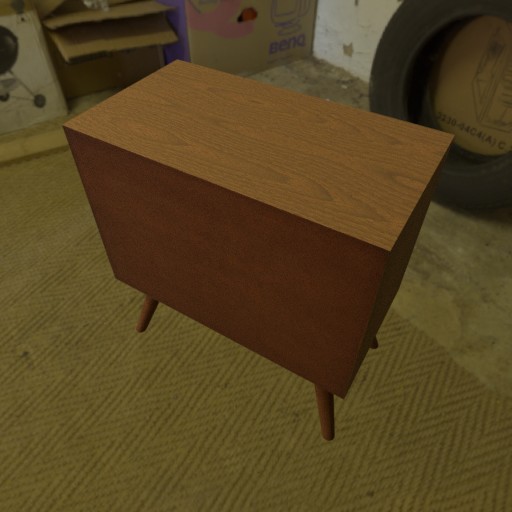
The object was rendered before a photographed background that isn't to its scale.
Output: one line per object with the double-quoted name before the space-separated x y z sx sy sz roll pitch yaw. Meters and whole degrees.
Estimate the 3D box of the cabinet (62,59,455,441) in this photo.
"cabinet" 0.000 0.000 1.176 0.712 0.748 0.388 24 51 21
